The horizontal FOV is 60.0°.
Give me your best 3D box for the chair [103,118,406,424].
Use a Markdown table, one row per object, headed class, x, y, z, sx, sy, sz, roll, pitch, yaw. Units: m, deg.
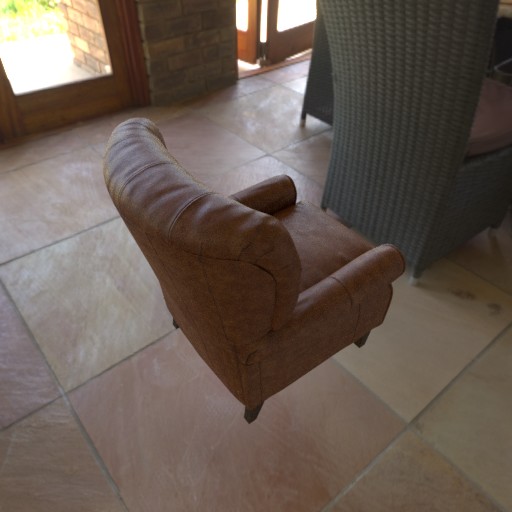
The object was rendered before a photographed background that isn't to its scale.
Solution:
| class | x | y | z | sx | sy | sz | roll | pitch | yaw |
| --- | --- | --- | --- | --- | --- | --- | --- | --- | --- |
| chair | 0.000 | 0.000 | 1.921 | 1.059 | 1.164 | 0.951 | -26 | 47 | -26 |
